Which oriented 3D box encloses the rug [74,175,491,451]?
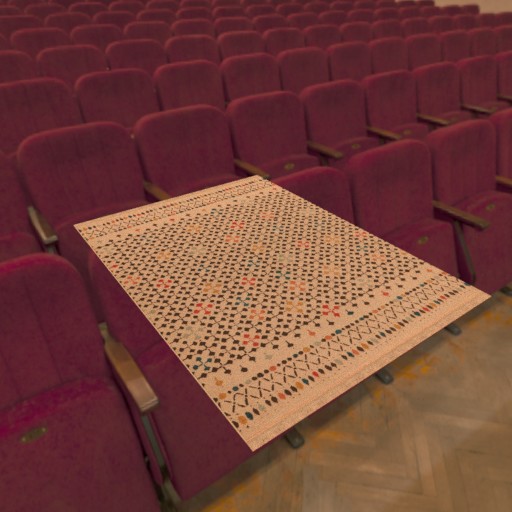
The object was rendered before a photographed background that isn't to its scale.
[{"bbox_3d":[0.000,0.000,1.983,1.146,0.006,1.556,-21,38,-30],"label":"rug"}]
